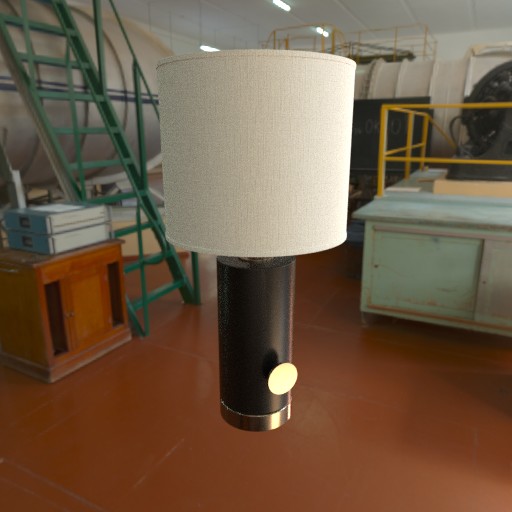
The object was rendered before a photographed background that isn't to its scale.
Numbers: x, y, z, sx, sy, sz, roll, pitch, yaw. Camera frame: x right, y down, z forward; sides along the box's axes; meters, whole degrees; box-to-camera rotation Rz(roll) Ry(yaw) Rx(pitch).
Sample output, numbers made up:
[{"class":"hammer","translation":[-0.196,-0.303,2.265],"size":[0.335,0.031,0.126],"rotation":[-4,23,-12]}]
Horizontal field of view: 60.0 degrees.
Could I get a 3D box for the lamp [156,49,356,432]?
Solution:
[{"class":"lamp","translation":[0.000,0.000,0.609],"size":[0.241,0.482,0.240],"rotation":[-8,18,-28]}]
